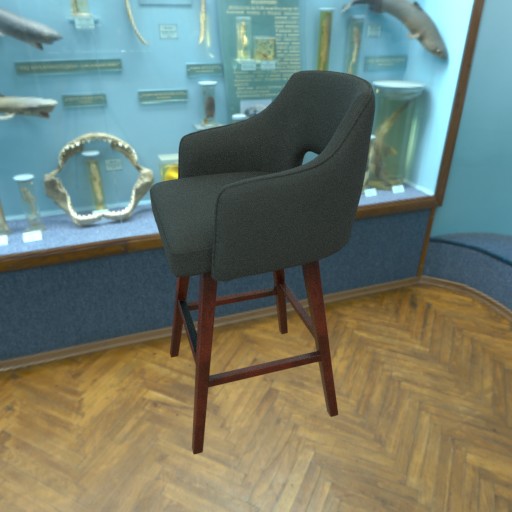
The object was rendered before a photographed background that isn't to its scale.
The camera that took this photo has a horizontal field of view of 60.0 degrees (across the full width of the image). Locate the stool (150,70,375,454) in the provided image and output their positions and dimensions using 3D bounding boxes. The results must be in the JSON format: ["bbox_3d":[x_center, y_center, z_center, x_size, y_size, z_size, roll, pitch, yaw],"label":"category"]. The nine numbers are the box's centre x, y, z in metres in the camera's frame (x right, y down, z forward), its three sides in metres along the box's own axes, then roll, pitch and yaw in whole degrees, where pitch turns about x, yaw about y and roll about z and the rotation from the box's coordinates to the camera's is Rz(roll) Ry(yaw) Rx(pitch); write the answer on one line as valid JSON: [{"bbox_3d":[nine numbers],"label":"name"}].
[{"bbox_3d":[0.000,0.000,1.348,0.558,1.012,0.548,-9,30,-16],"label":"stool"}]
